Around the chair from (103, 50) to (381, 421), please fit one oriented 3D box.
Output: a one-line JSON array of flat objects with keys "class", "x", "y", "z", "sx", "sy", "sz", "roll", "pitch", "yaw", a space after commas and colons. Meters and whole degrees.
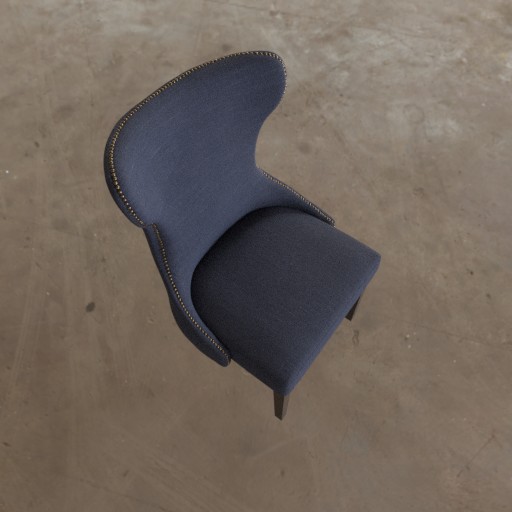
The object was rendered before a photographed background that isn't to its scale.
[{"class": "chair", "x": 0.000, "y": 0.000, "z": 1.381, "sx": 0.635, "sy": 0.967, "sz": 0.628, "roll": 33, "pitch": 63, "yaw": 19}]
